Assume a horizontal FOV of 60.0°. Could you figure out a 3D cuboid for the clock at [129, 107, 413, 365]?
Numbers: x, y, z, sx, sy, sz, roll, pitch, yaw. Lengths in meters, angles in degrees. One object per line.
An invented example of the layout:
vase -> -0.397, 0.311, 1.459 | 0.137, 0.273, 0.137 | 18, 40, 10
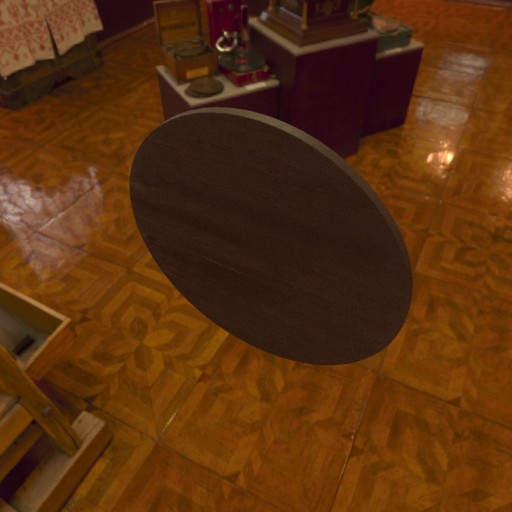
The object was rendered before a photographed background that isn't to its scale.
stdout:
clock -> 0.000, 0.000, 0.866 | 0.595, 0.595, 0.029 | 22, 49, 20
